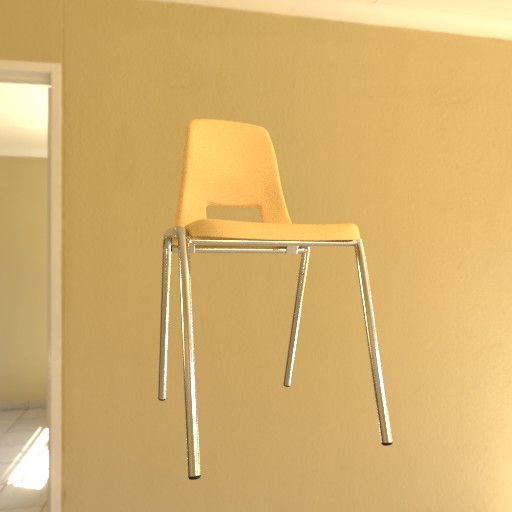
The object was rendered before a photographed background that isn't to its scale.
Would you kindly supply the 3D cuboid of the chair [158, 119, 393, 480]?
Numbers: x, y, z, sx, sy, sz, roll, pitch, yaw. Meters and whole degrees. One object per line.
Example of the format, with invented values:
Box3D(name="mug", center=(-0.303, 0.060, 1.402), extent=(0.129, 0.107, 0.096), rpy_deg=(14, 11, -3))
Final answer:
Box3D(name="chair", center=(0.000, 0.000, 0.953), extent=(0.381, 0.704, 0.436), rpy_deg=(0, -1, -20))
